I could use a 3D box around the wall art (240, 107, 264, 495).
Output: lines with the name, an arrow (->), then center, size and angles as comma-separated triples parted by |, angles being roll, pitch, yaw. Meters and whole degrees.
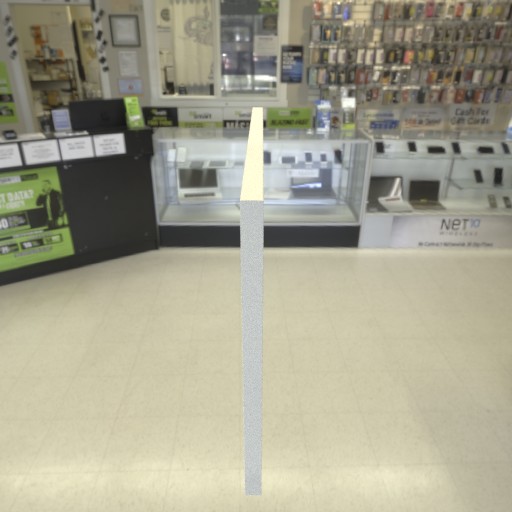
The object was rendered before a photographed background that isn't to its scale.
wall art -> 0.000, 0.000, 1.153 | 0.033, 0.617, 0.906 | 0, 26, 1
